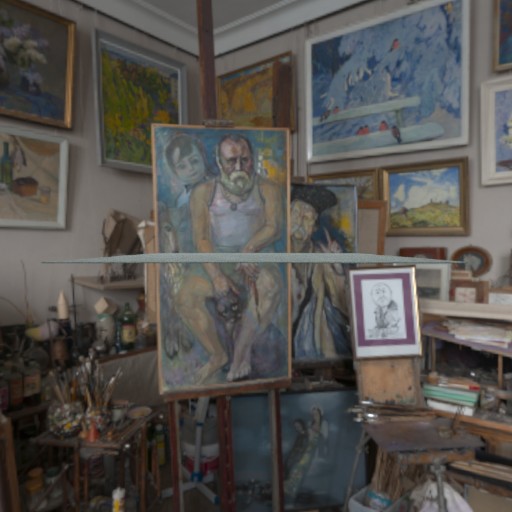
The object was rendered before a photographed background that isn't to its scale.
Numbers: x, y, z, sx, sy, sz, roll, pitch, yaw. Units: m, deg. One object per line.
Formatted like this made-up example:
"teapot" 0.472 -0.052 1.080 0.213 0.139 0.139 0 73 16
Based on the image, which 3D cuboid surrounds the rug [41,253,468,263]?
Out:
"rug" 0.000 0.000 4.010 2.438 0.013 3.048 0 1 1
